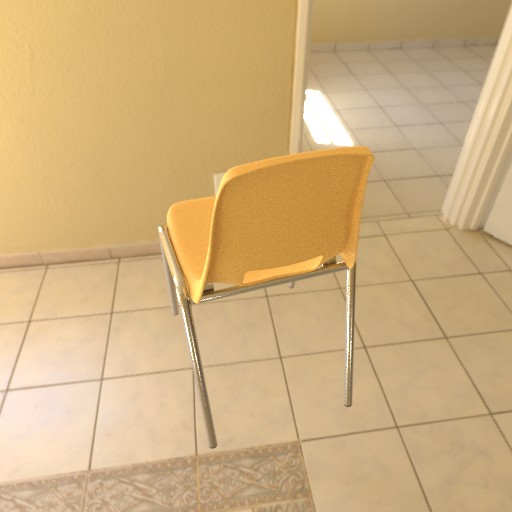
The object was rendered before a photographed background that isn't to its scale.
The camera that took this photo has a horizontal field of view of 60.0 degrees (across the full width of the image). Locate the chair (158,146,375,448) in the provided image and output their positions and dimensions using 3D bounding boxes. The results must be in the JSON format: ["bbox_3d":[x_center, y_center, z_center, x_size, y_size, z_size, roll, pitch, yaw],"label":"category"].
[{"bbox_3d":[0.000,0.000,0.955,0.381,0.704,0.436,-12,43,-13],"label":"chair"}]
